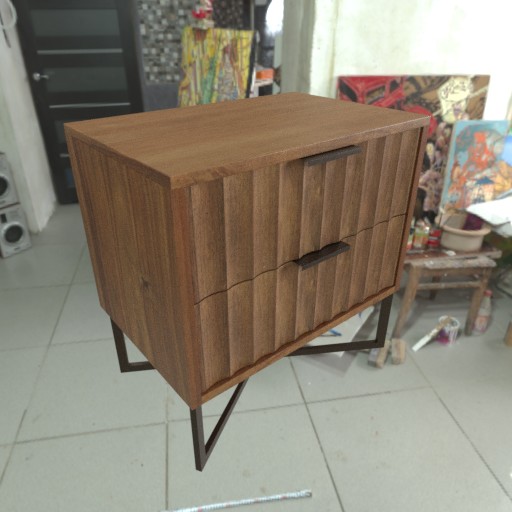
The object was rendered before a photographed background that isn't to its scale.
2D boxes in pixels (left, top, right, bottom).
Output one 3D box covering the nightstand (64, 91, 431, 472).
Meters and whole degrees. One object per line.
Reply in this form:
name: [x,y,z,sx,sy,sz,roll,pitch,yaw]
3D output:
nightstand: [0.000,0.000,1.028,0.613,0.615,0.427,-22,35,-34]
